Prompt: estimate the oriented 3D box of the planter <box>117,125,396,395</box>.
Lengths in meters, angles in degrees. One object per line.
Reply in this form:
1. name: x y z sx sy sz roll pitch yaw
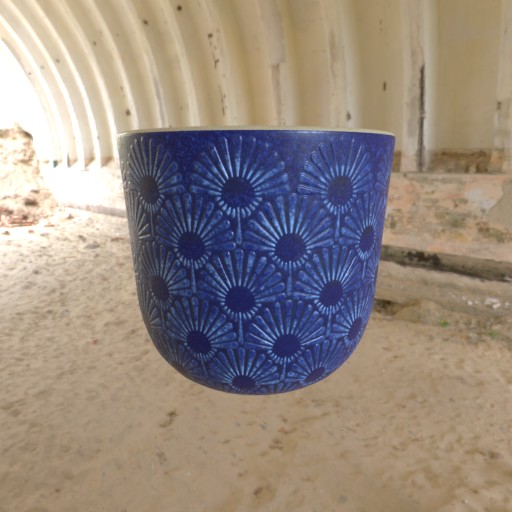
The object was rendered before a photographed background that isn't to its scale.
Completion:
1. planter: 0.000 0.000 0.362 0.206 0.190 0.206 0 12 0
